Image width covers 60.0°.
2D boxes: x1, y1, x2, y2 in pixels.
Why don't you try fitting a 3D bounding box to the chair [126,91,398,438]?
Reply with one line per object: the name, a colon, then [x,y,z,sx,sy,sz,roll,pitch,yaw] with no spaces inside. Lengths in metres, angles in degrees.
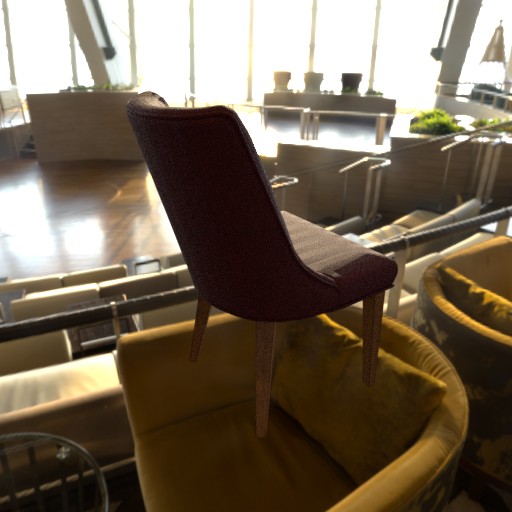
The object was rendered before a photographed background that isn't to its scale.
chair: [0.000,0.000,1.316,0.638,0.916,0.548,-16,30,-31]
